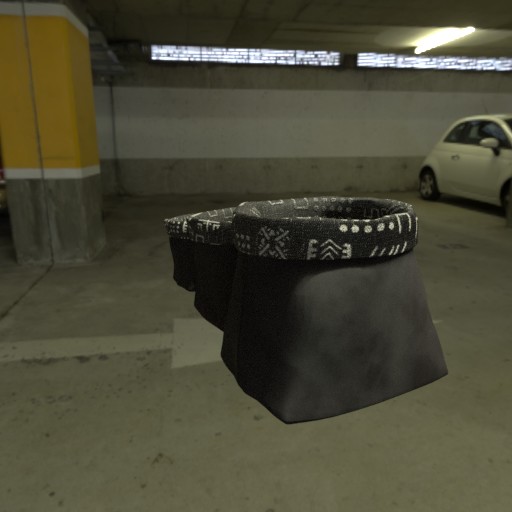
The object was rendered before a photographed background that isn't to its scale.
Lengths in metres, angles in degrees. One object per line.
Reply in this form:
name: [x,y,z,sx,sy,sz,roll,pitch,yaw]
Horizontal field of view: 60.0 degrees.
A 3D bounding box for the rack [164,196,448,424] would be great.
rack: [0.000,0.000,1.094,0.379,0.323,0.905,-7,16,-26]
